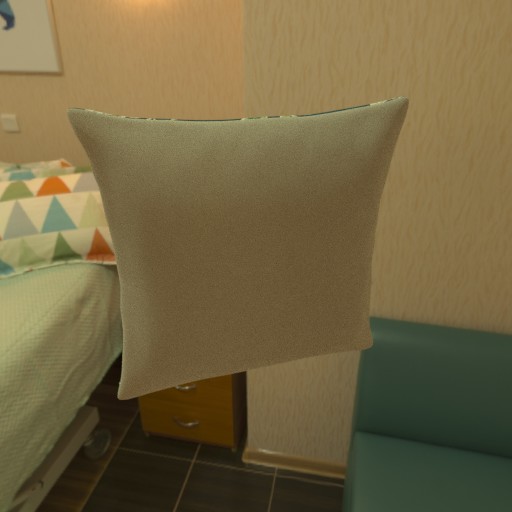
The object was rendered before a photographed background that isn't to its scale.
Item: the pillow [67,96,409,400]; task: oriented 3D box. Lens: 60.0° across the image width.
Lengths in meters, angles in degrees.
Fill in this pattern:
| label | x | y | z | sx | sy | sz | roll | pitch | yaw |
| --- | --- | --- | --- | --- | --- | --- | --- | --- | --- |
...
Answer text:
| label | x | y | z | sx | sy | sz | roll | pitch | yaw |
| --- | --- | --- | --- | --- | --- | --- | --- | --- | --- |
| pillow | 0.000 | 0.000 | 0.765 | 0.525 | 0.508 | 0.166 | -8 | 27 | -16 |
